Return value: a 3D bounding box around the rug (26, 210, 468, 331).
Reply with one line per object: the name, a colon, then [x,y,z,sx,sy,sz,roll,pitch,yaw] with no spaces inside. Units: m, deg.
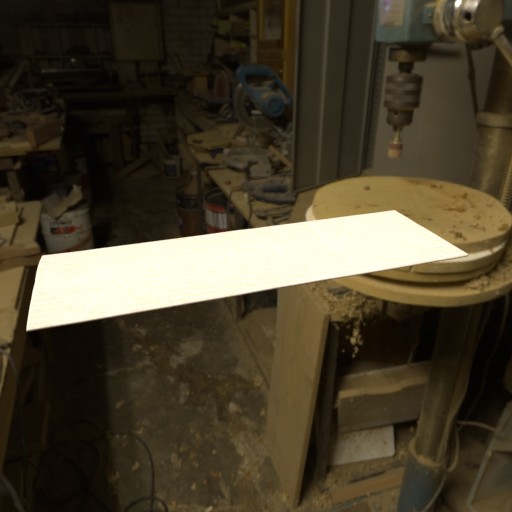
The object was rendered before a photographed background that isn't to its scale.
rug: [0.000,0.000,2.653,2.450,0.014,0.793,-8,28,-16]
